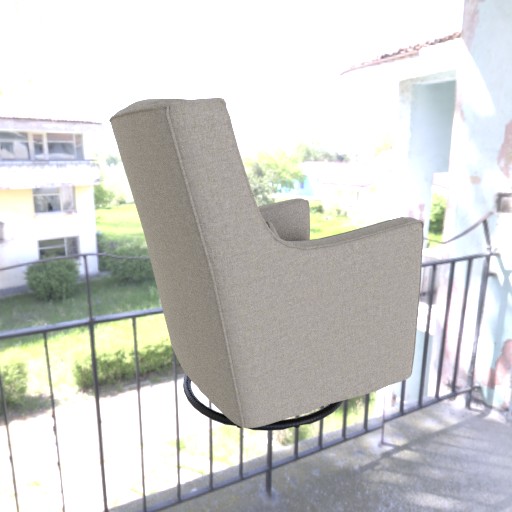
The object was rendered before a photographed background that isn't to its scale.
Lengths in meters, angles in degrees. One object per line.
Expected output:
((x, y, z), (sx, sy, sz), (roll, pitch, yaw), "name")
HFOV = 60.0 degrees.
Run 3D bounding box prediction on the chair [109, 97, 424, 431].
((0.000, 0.000, 1.543), (0.879, 0.993, 0.732), (-7, 15, -27), "chair")
